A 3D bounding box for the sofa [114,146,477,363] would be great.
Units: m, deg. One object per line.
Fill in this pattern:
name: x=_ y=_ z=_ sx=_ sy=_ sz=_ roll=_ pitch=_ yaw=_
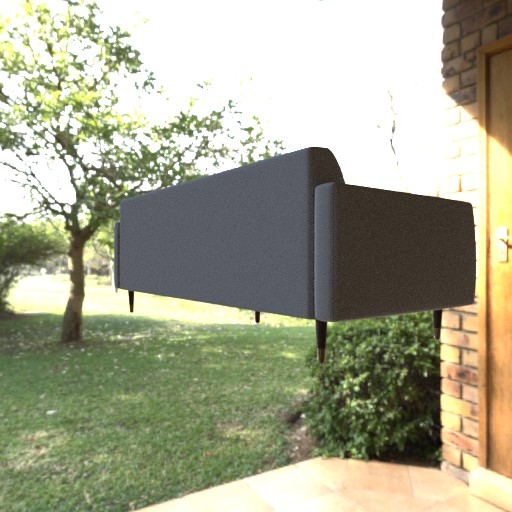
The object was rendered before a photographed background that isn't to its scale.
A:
sofa: x=0.000 y=0.000 z=2.705 sx=0.990 sy=0.821 sz=2.291 roll=0 pitch=0 yaw=-37
